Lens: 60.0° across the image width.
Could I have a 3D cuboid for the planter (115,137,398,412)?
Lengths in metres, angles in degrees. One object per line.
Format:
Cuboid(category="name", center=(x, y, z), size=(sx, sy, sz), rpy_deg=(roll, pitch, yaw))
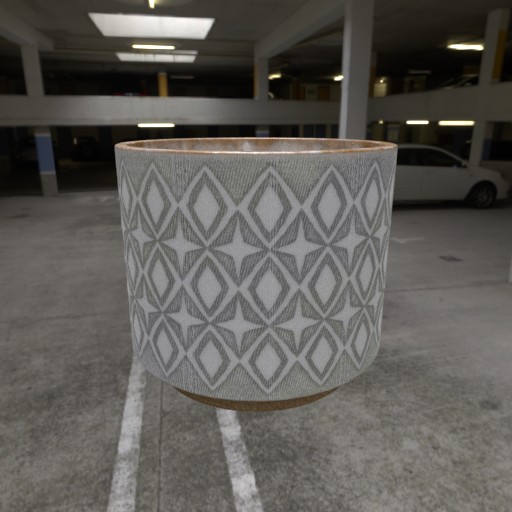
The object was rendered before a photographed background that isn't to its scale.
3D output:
Cuboid(category="planter", center=(0.000, 0.000, 0.449), size=(0.255, 0.223, 0.255), rpy_deg=(0, 17, 0))
